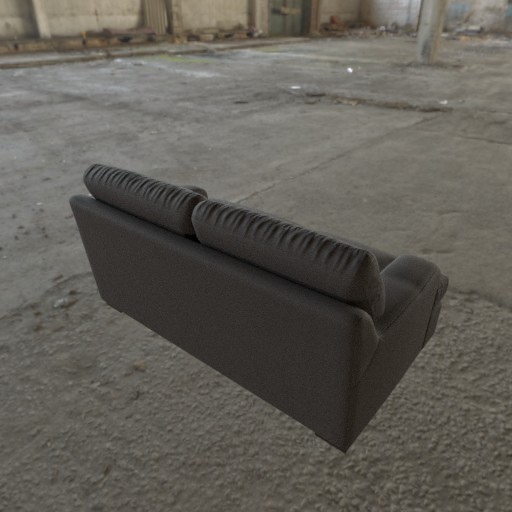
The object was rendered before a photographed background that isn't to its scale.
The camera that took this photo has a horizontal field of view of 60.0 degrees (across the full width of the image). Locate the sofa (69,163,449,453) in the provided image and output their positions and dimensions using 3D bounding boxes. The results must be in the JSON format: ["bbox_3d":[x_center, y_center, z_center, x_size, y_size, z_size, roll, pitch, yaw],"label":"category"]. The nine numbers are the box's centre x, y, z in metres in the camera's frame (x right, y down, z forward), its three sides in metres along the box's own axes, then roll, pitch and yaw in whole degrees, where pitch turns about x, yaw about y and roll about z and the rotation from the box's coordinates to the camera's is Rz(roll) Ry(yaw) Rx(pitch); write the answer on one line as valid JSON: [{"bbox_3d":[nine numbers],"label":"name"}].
[{"bbox_3d":[0.000,0.000,2.501,1.880,0.940,1.143,22,36,34],"label":"sofa"}]
